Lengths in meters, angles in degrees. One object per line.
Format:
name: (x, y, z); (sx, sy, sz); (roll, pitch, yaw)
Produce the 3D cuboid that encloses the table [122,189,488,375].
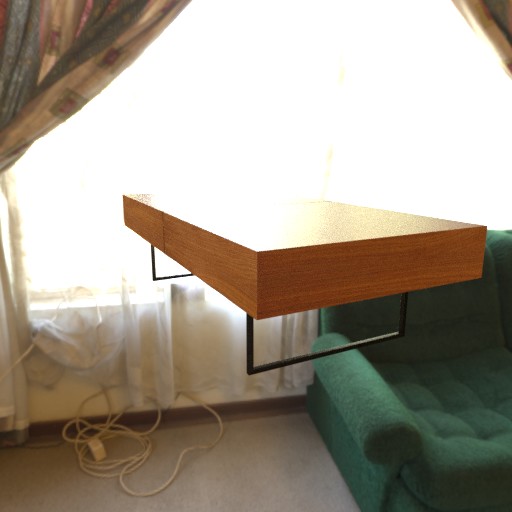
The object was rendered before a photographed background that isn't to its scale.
table: (0.000, 0.000, 1.460); (0.610, 0.330, 1.194); (-7, 15, -26)
